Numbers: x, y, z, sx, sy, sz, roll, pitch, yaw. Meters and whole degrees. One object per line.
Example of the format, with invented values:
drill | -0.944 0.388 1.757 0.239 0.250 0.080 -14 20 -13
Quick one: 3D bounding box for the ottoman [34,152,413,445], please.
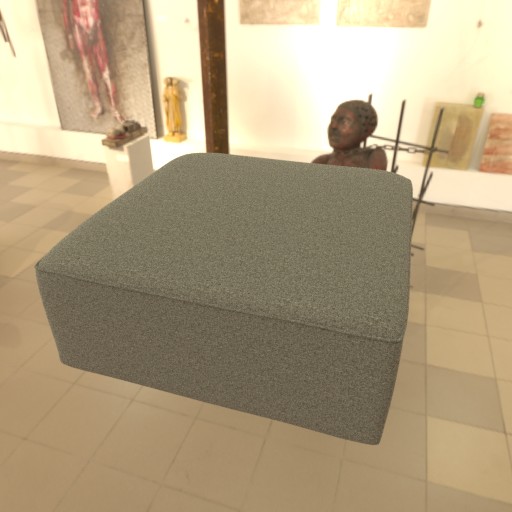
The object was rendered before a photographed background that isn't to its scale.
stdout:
ottoman | 0.000 0.000 1.583 1.005 0.464 1.015 9 33 15
